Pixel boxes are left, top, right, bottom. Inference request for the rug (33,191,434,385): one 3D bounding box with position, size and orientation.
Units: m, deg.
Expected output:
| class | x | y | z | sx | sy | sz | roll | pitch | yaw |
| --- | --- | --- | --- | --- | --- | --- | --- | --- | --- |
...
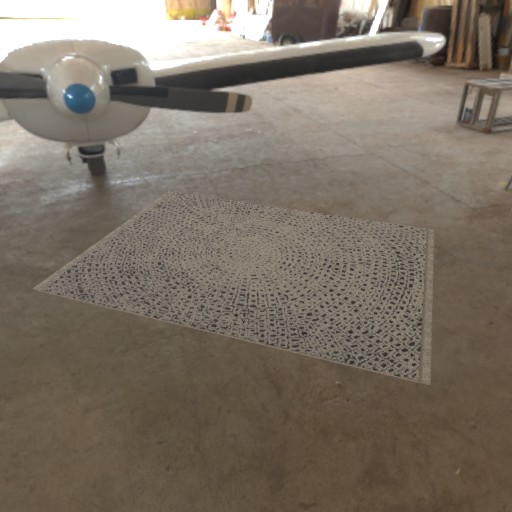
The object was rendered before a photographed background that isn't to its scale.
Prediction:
| class | x | y | z | sx | sy | sz | roll | pitch | yaw |
| --- | --- | --- | --- | --- | --- | --- | --- | --- | --- |
| rug | 0.000 | 0.000 | 2.165 | 1.634 | 0.003 | 1.190 | 10 | 32 | 17 |
